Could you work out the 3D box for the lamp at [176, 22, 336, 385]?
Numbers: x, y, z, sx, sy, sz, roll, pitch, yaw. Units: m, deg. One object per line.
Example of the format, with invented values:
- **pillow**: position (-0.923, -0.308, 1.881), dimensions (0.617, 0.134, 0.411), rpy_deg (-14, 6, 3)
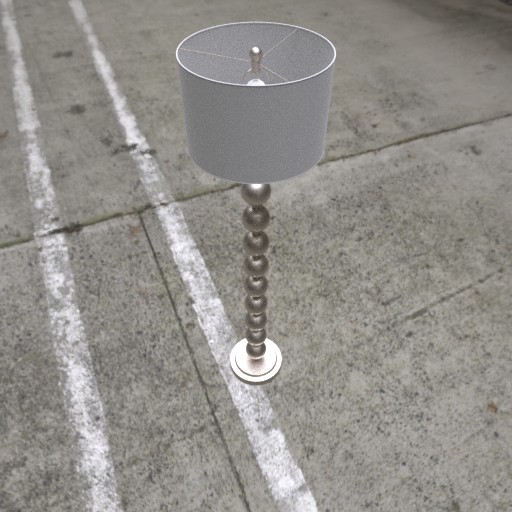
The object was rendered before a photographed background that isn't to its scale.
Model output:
- **lamp**: position (0.000, 0.000, 1.617), dimensions (0.394, 1.474, 0.394), rpy_deg (-18, 49, -16)
